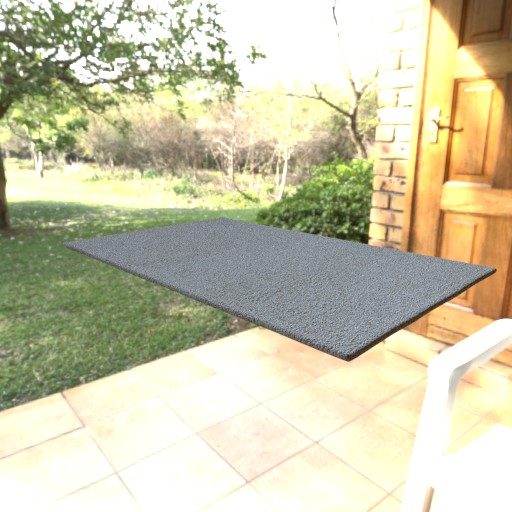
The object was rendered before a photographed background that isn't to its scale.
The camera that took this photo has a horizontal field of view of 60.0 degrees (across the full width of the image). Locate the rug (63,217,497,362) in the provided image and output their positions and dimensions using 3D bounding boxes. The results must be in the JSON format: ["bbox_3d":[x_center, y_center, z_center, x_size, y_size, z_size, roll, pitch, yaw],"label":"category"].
[{"bbox_3d":[0.000,0.000,2.880,1.524,0.030,2.438,-14,21,-43],"label":"rug"}]
